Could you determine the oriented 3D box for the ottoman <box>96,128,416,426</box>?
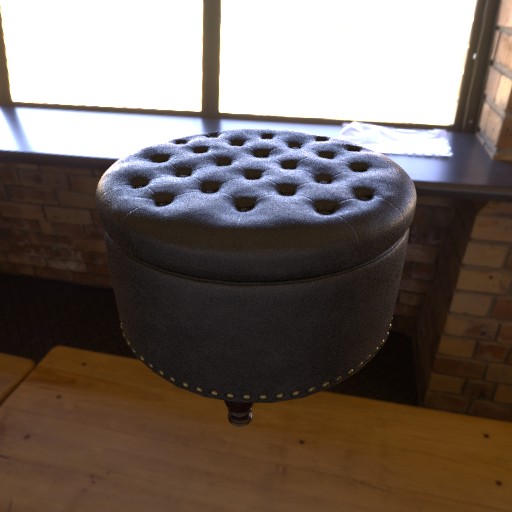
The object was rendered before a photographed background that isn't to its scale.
[{"bbox_3d":[0.000,0.000,1.011,0.637,0.442,0.637,0,31,0],"label":"ottoman"}]
